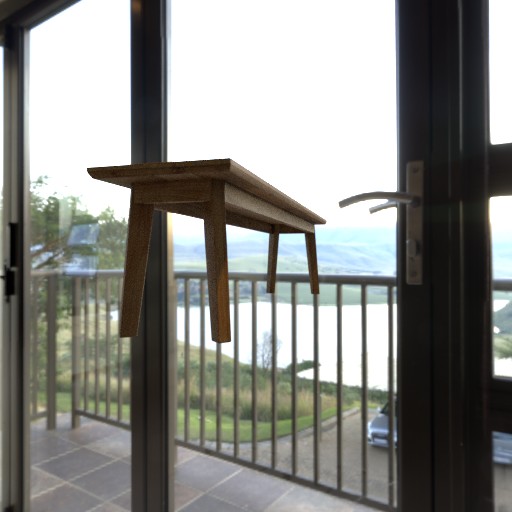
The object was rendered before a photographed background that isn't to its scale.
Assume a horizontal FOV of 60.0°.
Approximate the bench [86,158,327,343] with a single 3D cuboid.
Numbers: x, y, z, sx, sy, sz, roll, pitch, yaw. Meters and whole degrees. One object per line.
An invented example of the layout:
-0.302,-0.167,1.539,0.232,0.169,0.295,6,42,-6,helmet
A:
0.000,0.000,1.854,0.378,0.431,1.698,0,0,16,bench
